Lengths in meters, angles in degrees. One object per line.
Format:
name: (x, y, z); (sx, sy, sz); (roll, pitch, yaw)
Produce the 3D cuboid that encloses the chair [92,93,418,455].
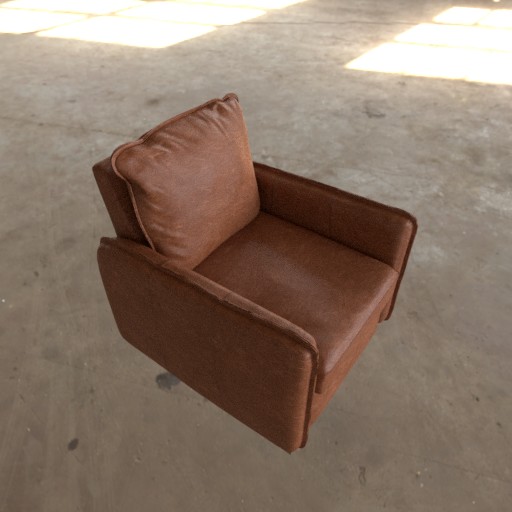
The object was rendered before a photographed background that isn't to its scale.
chair: (0.000, 0.000, 1.637); (0.922, 0.922, 0.830); (26, 47, 26)
